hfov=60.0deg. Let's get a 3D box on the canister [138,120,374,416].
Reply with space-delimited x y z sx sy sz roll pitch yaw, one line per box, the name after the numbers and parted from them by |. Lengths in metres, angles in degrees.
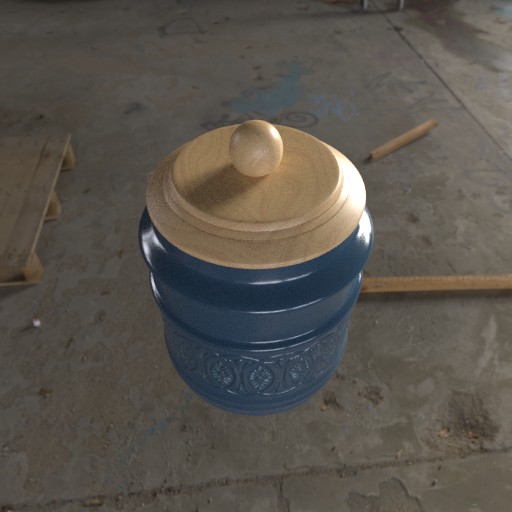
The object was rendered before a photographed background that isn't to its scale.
0.000 0.000 0.269 0.130 0.176 0.130 0 46 0 | canister
